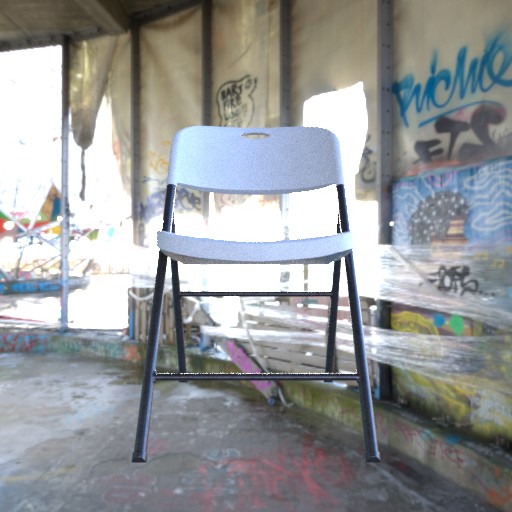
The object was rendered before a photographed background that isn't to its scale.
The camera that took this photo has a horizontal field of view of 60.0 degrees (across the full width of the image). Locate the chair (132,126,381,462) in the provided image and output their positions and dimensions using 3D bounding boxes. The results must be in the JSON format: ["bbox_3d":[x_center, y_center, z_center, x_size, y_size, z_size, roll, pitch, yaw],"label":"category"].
[{"bbox_3d":[0.000,0.000,1.146,0.494,0.810,0.566,0,0,0],"label":"chair"}]
